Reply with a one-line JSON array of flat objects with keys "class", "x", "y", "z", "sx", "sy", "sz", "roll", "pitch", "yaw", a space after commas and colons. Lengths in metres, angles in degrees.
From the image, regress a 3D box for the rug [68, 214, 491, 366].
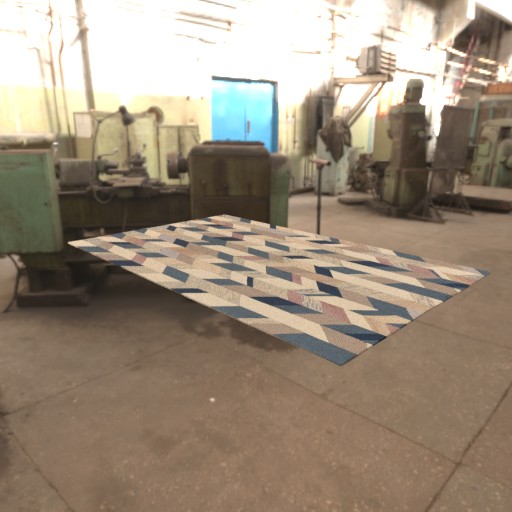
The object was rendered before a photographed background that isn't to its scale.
[{"class": "rug", "x": 0.000, "y": 0.000, "z": 2.924, "sx": 1.513, "sy": 0.008, "sz": 2.423, "roll": -15, "pitch": 22, "yaw": -42}]
